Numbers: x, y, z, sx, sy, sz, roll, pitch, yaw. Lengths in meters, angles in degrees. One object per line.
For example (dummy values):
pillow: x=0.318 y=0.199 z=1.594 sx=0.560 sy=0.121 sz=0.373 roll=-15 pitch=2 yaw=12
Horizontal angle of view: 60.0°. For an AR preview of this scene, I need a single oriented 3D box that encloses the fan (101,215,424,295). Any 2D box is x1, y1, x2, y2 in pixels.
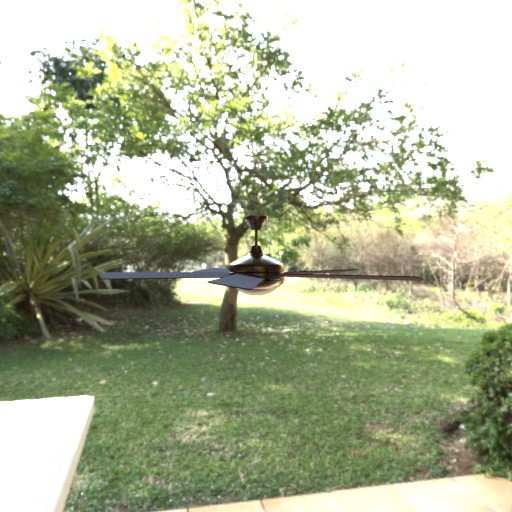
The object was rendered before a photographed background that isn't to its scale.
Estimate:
fan: x=0.000 y=0.000 z=1.993 sx=1.321 sy=0.356 sz=1.321 roll=0 pitch=0 yaw=-18
